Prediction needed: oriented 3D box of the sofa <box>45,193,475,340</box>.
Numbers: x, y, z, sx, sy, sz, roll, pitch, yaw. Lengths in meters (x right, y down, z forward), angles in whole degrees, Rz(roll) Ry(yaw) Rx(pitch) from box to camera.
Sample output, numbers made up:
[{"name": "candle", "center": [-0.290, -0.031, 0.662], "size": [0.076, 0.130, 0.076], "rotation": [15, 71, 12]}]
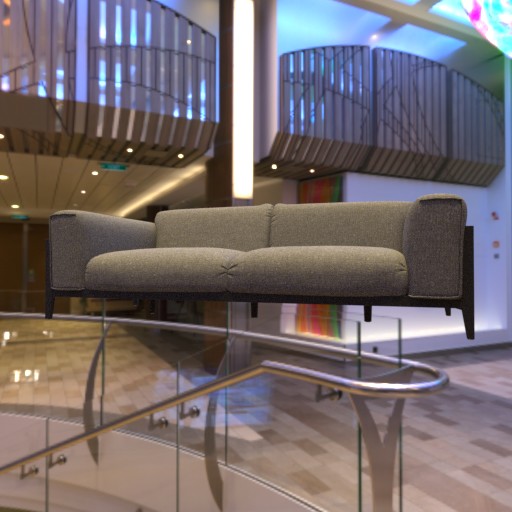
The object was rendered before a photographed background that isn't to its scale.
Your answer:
[{"name": "sofa", "center": [0.000, 0.000, 2.532], "size": [2.125, 0.703, 0.985], "rotation": [0, -1, 18]}]
